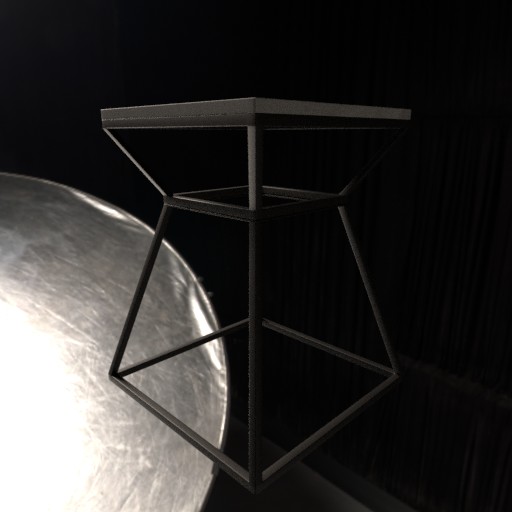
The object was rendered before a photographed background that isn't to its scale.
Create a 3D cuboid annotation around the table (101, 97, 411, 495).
[{"bbox_3d":[0.000,0.000,0.890,0.455,0.559,0.455,-15,21,-43],"label":"table"}]
